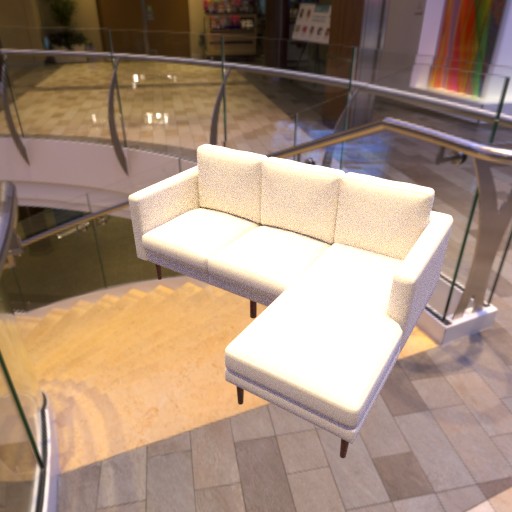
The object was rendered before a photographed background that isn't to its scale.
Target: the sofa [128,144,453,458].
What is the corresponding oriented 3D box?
[{"bbox_3d":[0.000,0.000,2.862,2.029,0.899,1.580,18,35,28],"label":"sofa"}]
